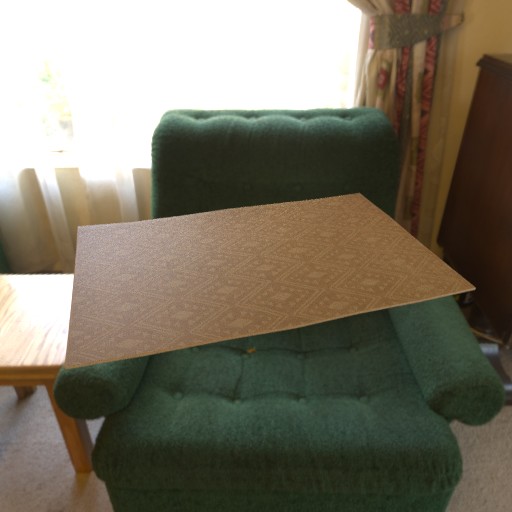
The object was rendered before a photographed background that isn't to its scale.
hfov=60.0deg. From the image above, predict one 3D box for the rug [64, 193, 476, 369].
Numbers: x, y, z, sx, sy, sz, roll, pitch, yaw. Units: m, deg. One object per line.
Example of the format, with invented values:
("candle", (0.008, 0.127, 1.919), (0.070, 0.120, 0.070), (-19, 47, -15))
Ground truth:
("rug", (0.000, 0.000, 3.111), (2.430, 0.053, 1.553), (-9, 33, -14))
